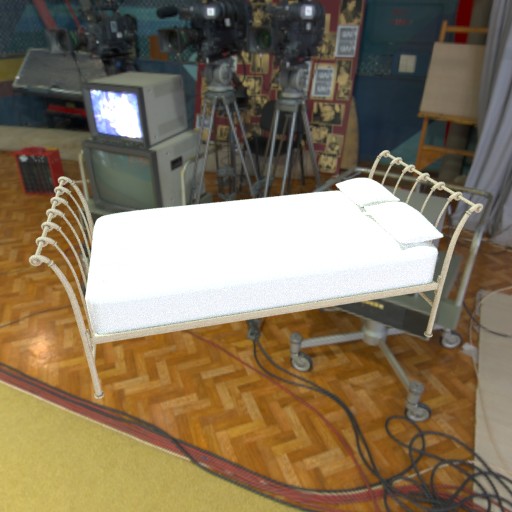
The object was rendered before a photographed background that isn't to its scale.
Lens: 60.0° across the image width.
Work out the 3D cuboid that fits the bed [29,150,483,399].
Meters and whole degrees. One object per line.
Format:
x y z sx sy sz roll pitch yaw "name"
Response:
0.000 0.000 2.726 2.228 0.873 1.032 -7 31 -12 "bed"
